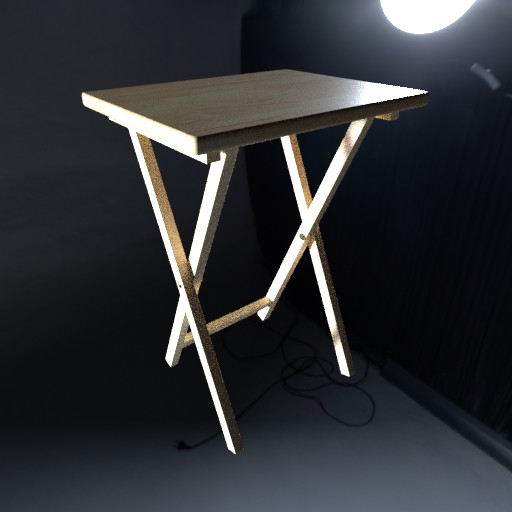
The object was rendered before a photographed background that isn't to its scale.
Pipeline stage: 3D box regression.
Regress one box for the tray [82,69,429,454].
[{"bbox_3d":[0.000,0.000,0.938,0.483,0.660,0.381,-22,36,-33],"label":"tray"}]
